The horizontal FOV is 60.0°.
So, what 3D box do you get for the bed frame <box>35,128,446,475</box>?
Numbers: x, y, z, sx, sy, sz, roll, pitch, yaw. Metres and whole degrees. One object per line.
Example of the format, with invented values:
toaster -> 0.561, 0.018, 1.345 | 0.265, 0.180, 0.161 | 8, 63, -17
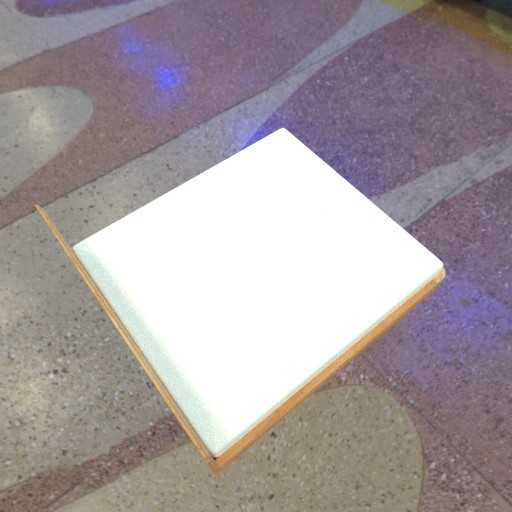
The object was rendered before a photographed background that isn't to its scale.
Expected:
bed frame -> 0.000, 0.000, 3.158 | 2.092, 0.940, 1.872 | -34, 64, -19
